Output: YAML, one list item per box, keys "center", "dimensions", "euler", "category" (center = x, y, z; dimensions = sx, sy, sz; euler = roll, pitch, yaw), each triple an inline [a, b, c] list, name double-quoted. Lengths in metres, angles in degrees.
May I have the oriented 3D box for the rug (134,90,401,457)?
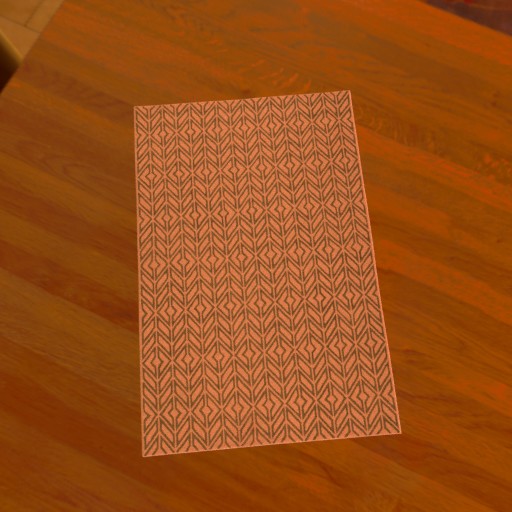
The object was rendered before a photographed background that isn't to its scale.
- center: [0.000, 0.000, 2.287]
  dimensions: [1.220, 0.007, 1.828]
  euler: [-5, 77, -1]
  category: "rug"
